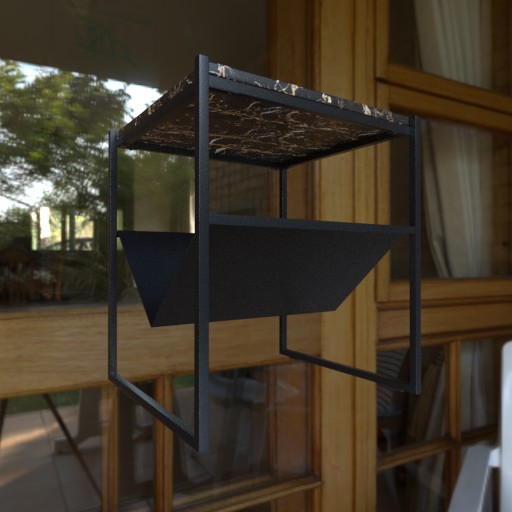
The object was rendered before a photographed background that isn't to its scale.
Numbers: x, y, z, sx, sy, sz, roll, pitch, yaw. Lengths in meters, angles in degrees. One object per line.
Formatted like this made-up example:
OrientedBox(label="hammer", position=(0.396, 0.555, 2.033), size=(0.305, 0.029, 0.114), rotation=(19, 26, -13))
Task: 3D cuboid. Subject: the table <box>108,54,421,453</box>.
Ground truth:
OrientedBox(label="table", position=(0.000, 0.000, 0.894), size=(0.469, 0.534, 0.432), rotation=(0, 0, -34))
